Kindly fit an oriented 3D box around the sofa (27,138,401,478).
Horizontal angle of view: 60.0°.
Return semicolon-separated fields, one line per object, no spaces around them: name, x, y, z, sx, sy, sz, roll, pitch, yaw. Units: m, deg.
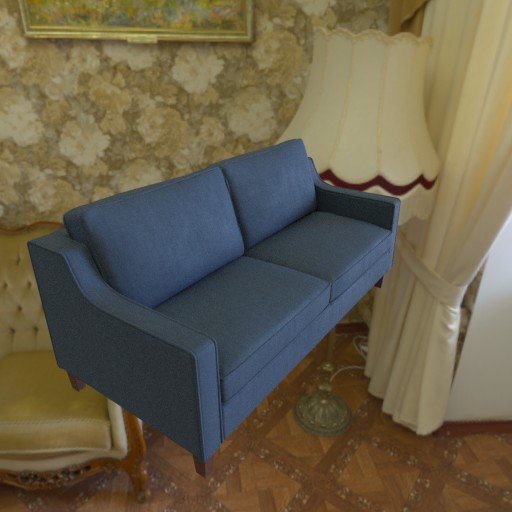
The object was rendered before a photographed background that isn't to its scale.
sofa;0.000;0.000;2.715;1.066;1.071;2.178;17;31;32
